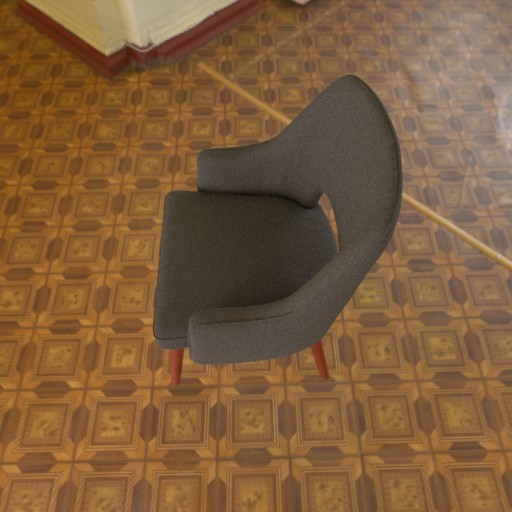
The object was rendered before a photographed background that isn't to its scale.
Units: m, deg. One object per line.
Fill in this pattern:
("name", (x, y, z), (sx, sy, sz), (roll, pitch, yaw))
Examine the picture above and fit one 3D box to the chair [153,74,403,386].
("chair", (0.000, 0.000, 1.197), (0.560, 0.838, 0.559), (-1, 59, -1))
